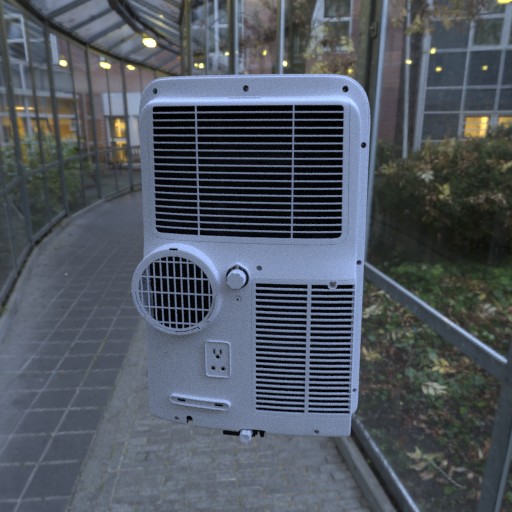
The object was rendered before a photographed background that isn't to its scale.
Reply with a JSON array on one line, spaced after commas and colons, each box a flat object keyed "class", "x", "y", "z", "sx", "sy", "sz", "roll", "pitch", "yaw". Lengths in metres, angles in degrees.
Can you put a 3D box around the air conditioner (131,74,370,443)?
[{"class": "air conditioner", "x": 0.000, "y": 0.000, "z": 0.952, "sx": 0.454, "sy": 0.700, "sz": 0.365, "roll": 2, "pitch": 16, "yaw": 8}]
